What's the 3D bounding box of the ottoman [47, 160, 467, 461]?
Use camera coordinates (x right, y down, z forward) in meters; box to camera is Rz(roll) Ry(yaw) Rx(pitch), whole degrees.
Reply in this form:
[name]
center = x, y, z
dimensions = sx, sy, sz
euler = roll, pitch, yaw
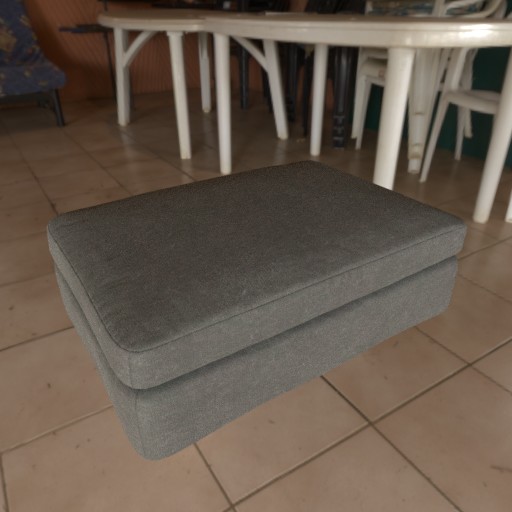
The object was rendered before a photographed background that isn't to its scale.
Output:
[ottoman]
center = 0.000, 0.000, 1.534
dimensions = 1.199, 0.429, 0.840
euler = -18, 34, -29
